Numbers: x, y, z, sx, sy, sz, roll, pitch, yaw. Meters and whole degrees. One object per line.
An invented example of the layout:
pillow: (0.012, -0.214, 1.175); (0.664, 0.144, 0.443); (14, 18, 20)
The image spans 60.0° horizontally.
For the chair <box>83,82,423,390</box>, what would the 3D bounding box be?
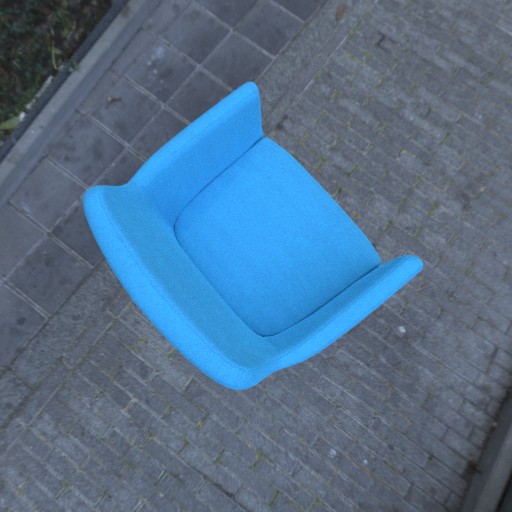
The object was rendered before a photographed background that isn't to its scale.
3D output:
chair: (0.000, 0.000, 1.160); (0.540, 0.780, 0.570); (-39, 79, -9)
